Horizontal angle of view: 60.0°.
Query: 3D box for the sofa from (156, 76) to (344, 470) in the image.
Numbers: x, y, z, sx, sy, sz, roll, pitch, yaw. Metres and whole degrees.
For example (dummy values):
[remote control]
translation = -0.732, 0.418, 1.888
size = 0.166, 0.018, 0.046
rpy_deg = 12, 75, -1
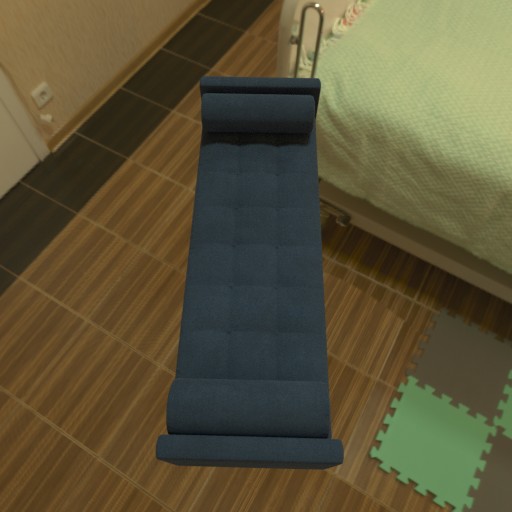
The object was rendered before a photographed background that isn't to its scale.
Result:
[sofa]
translation = 0.000, 0.000, 2.309
size = 0.686, 0.635, 1.981
rpy_deg = 1, 62, 1
